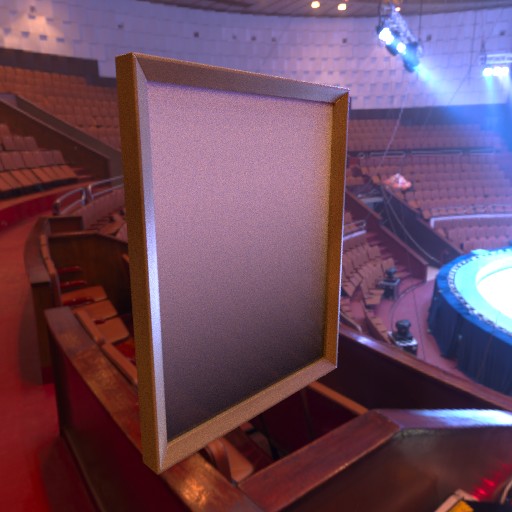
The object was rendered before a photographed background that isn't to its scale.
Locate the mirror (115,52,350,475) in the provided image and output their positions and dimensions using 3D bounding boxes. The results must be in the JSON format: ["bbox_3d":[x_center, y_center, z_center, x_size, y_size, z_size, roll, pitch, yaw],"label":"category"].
[{"bbox_3d":[0.000,0.000,0.669,0.041,0.509,0.406,13,19,43],"label":"mirror"}]
